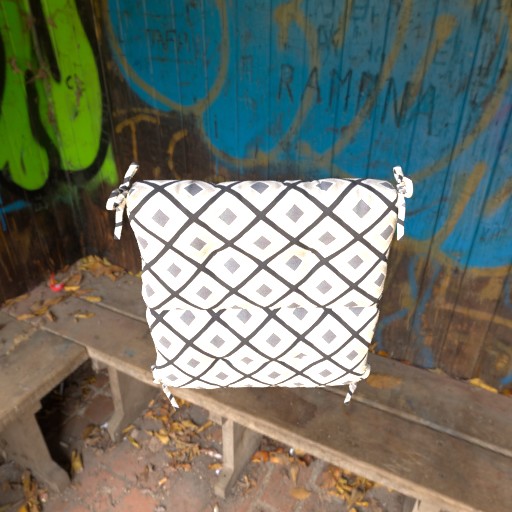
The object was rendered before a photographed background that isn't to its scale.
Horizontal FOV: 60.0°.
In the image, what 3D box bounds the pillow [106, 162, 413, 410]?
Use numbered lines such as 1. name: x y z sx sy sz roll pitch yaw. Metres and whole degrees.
1. pillow: 0.000 0.000 1.062 0.519 0.605 0.571 -1 31 -1
